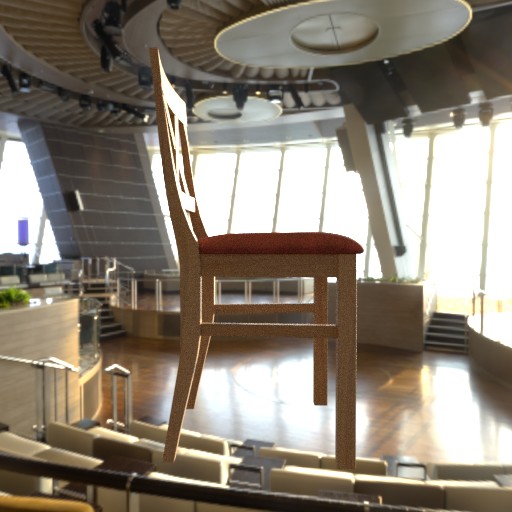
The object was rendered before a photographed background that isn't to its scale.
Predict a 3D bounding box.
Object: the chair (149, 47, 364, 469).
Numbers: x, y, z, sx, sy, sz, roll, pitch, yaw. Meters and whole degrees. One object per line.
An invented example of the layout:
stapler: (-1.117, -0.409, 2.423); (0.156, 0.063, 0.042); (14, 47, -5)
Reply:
chair: (0.000, 0.000, 1.155); (0.492, 0.912, 0.439); (0, 1, 0)
